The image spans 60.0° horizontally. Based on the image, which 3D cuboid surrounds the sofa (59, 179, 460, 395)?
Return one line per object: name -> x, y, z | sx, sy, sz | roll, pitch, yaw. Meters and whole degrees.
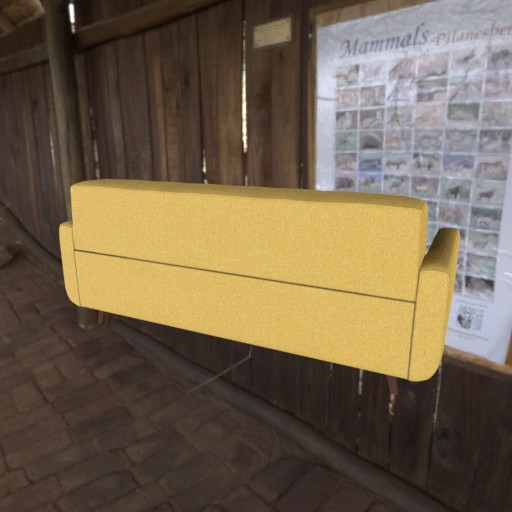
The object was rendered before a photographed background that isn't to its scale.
sofa -> 0.000, 0.000, 2.473 | 2.029, 0.841, 0.909 | 7, 17, 25
